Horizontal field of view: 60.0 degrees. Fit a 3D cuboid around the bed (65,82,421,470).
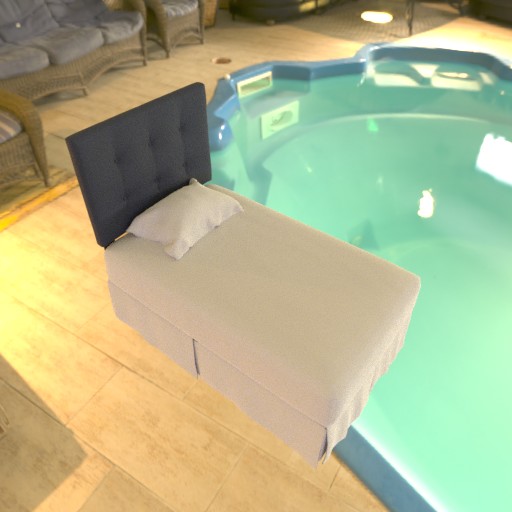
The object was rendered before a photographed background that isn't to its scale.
[{"bbox_3d":[0.000,0.000,2.981,1.997,1.571,1.261,27,49,27],"label":"bed"}]
